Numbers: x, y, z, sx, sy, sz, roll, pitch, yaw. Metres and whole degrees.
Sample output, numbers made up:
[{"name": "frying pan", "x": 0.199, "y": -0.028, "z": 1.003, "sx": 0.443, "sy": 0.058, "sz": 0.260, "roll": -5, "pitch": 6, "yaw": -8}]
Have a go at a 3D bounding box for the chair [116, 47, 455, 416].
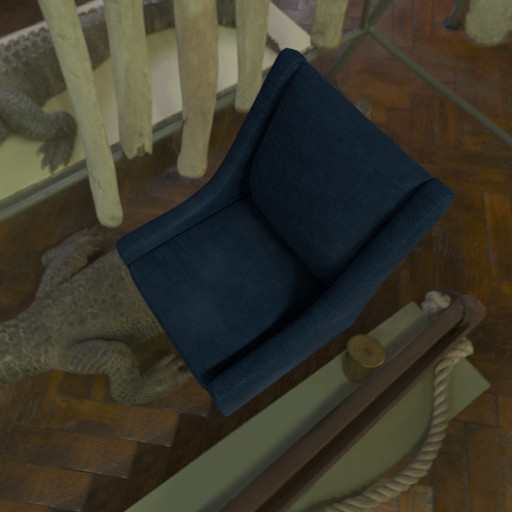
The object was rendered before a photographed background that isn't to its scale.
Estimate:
[{"name": "chair", "x": 0.000, "y": 0.000, "z": 1.691, "sx": 0.870, "sy": 1.014, "sz": 0.774, "roll": -33, "pitch": 68, "yaw": -15}]
